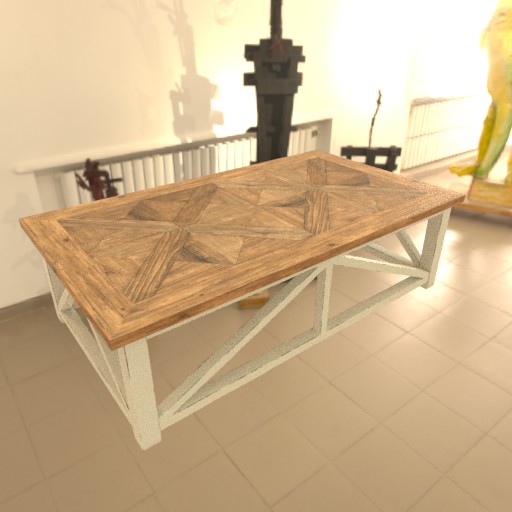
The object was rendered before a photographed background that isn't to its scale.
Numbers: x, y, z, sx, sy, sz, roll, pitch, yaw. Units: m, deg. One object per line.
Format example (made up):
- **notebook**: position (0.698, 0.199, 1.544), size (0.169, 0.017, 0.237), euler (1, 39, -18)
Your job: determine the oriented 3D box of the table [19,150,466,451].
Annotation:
- **table**: position (0.000, 0.000, 1.686), size (1.400, 0.410, 0.800), euler (-20, 35, -32)
